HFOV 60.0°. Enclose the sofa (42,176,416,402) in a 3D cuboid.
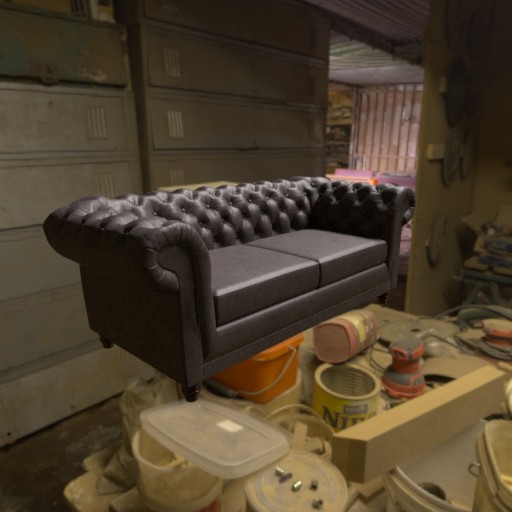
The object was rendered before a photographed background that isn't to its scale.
[{"bbox_3d":[0.000,0.000,2.540,0.944,0.779,2.048,14,20,42],"label":"sofa"}]
